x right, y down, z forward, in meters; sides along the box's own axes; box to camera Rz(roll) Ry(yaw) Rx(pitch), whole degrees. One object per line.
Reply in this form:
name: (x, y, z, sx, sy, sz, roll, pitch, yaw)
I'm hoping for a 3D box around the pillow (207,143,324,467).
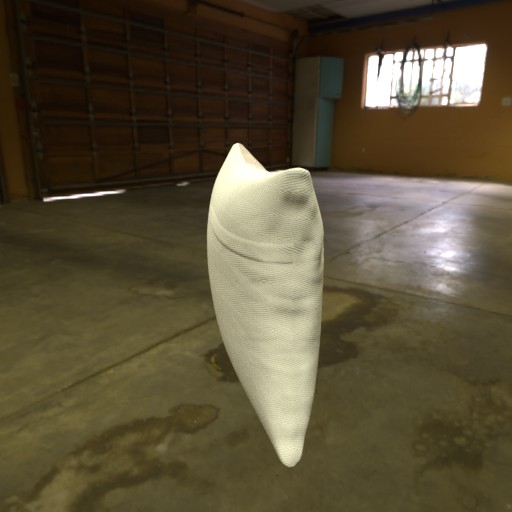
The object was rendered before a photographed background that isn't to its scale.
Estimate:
pillow: (0.000, 0.000, 0.645, 0.139, 0.305, 0.506, -2, 16, -8)
